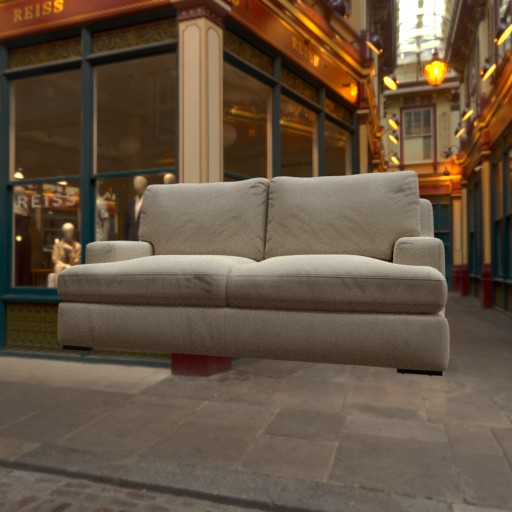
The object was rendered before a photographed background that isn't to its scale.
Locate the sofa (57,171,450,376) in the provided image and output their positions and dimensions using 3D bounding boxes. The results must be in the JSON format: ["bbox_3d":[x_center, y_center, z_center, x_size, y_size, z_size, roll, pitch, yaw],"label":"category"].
[{"bbox_3d":[0.000,0.000,2.421,1.885,0.967,0.962,0,0,17],"label":"sofa"}]
